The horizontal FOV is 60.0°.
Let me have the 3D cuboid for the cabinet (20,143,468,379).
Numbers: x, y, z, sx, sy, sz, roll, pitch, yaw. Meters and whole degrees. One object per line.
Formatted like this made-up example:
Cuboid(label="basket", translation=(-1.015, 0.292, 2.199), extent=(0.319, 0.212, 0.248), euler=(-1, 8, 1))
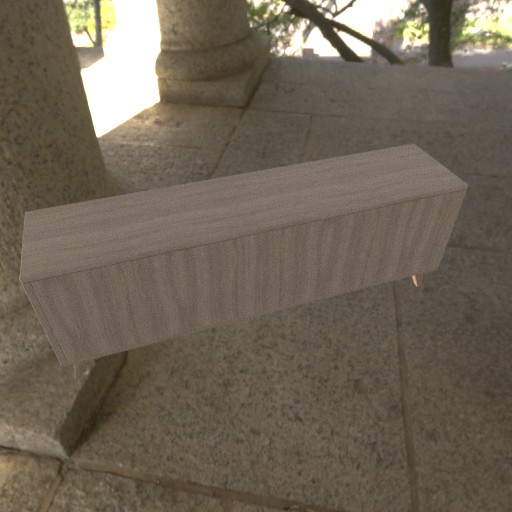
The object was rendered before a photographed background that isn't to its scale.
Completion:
Cuboid(label="cabinet", translation=(0.000, 0.000, 2.496), extent=(2.198, 0.779, 0.499), euler=(-13, 43, -14))
